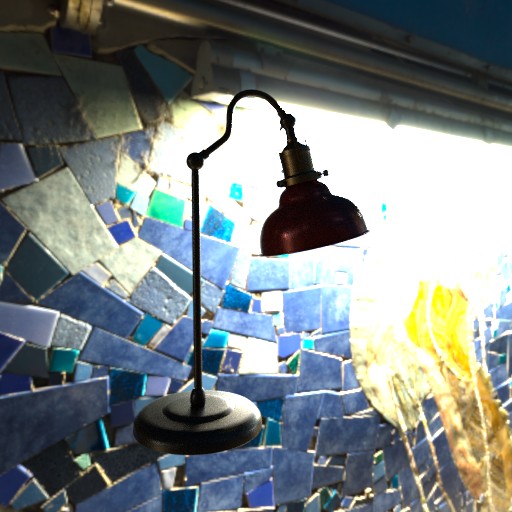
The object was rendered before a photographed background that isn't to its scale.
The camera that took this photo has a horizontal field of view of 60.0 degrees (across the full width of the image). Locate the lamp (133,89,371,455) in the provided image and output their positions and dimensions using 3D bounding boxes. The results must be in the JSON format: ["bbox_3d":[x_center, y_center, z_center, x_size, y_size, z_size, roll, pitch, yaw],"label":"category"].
[{"bbox_3d":[0.000,0.000,0.688,0.374,0.508,0.192,-1,2,-18],"label":"lamp"}]
